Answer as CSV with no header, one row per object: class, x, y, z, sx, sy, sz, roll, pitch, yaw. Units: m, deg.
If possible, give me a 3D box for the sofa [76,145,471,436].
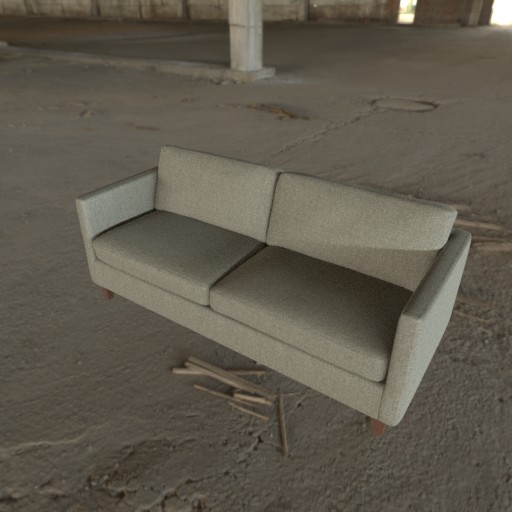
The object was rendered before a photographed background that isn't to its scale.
sofa,0.000,0.000,2.720,2.208,0.960,0.956,19,35,29
